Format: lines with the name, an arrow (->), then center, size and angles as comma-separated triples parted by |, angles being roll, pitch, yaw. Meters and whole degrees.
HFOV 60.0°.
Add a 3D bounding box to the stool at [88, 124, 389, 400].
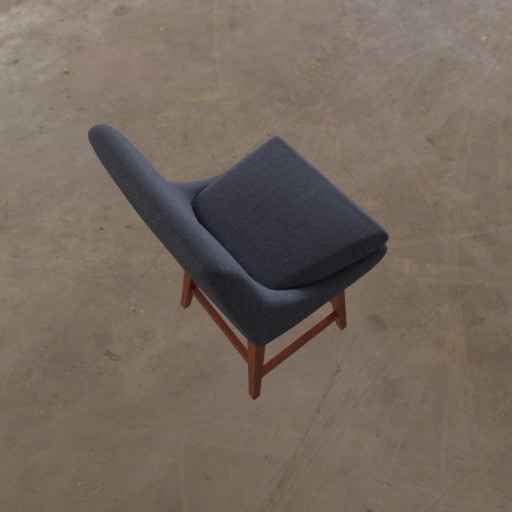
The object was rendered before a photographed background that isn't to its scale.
stool -> 0.000, 0.000, 1.202 | 0.524, 0.895, 0.467 | -34, 64, -19
